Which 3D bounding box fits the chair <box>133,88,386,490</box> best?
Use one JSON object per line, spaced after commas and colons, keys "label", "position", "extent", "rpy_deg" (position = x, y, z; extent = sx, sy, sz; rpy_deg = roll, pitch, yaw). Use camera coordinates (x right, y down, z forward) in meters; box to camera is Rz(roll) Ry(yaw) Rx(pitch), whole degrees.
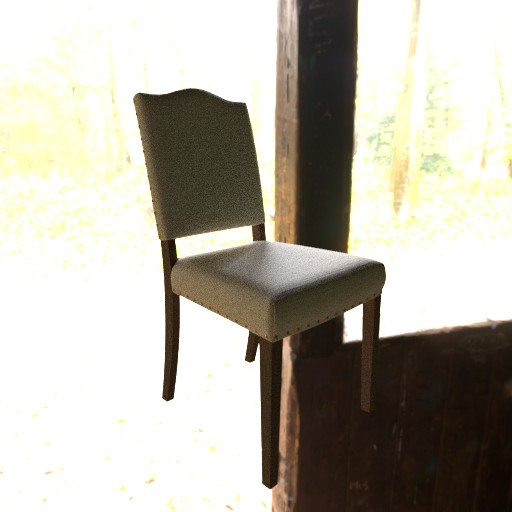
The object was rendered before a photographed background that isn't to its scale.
{"label": "chair", "position": [0.000, 0.000, 1.359], "extent": [0.508, 1.015, 0.619], "rpy_deg": [-14, 19, -43]}
